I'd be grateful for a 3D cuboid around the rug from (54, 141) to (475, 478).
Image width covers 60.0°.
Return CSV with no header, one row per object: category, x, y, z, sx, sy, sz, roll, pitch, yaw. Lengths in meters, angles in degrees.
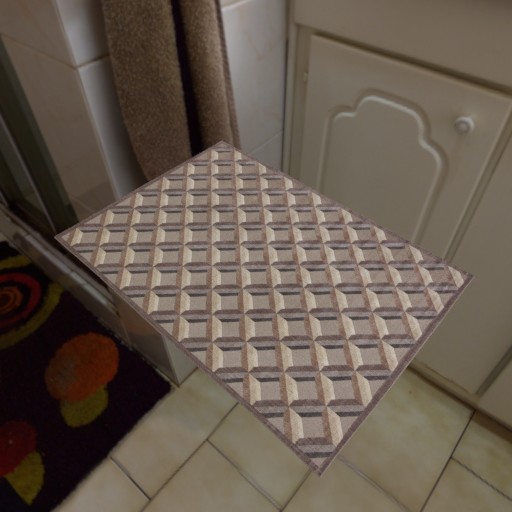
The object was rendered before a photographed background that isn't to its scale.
rug,0.000,0.000,2.892,2.260,0.013,1.600,34,56,27
